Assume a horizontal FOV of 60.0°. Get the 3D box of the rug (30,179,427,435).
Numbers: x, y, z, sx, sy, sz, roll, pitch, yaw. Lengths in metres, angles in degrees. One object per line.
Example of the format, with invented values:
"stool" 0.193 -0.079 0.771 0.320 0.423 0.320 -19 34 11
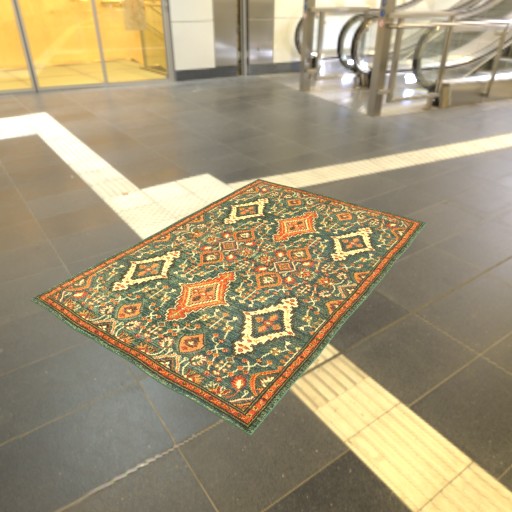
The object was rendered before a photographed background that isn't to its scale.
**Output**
"rug" 0.000 0.000 3.035 1.622 0.009 2.373 20 37 30
